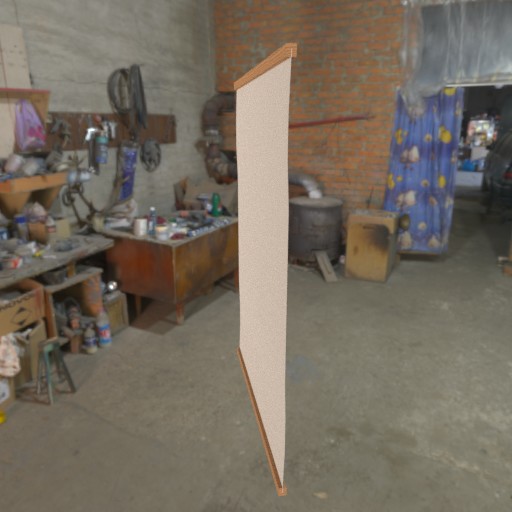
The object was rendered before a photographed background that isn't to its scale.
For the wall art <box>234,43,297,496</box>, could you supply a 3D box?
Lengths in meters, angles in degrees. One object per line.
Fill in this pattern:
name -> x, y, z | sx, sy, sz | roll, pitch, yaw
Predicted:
wall art -> 0.000, 0.000, 1.299 | 0.020, 1.016, 0.739 | -3, 16, -10
